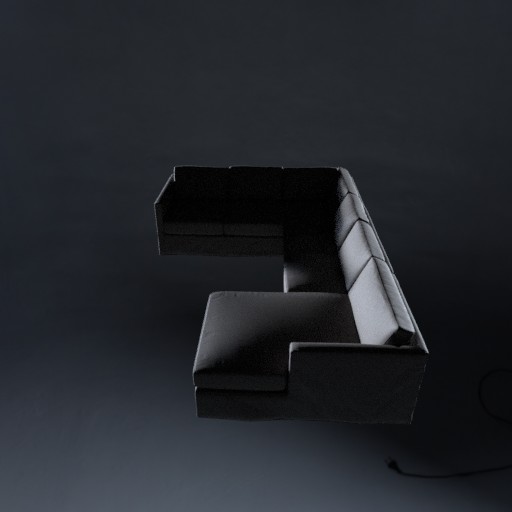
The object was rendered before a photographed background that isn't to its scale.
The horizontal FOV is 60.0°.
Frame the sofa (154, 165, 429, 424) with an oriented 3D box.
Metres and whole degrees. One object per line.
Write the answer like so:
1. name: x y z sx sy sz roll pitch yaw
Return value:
1. sofa: 0.000 0.000 4.559 2.427 0.882 3.460 1 30 2
